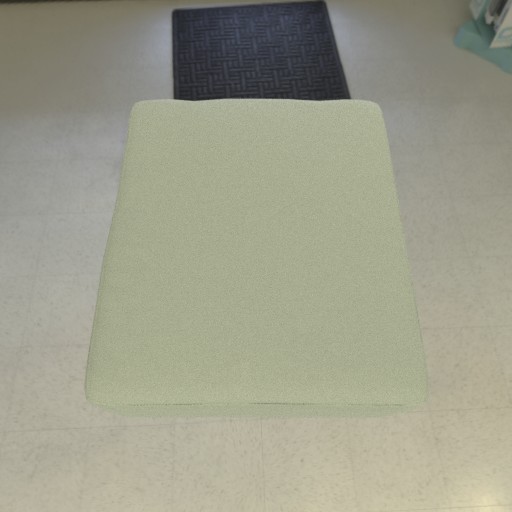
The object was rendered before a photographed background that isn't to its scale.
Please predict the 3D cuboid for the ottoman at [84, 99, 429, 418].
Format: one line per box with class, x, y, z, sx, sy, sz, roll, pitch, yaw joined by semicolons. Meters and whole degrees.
ottoman;0.000;0.000;1.430;0.842;0.494;0.991;0;63;0
